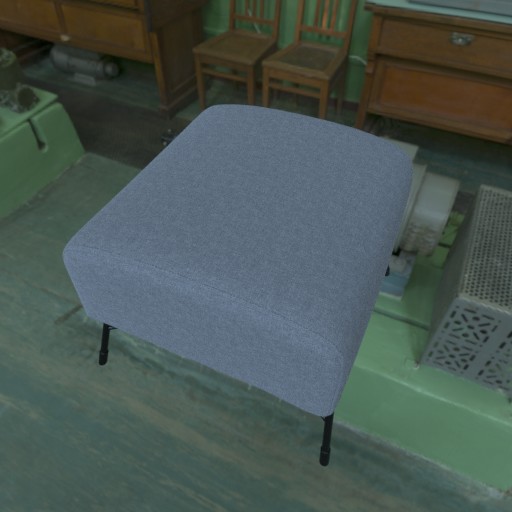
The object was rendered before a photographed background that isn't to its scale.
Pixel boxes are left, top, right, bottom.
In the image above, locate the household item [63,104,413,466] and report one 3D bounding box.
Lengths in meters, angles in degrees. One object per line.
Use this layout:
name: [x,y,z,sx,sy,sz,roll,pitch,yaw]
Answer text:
household item: [0.000,0.000,0.916,0.530,0.410,0.530,18,50,16]
